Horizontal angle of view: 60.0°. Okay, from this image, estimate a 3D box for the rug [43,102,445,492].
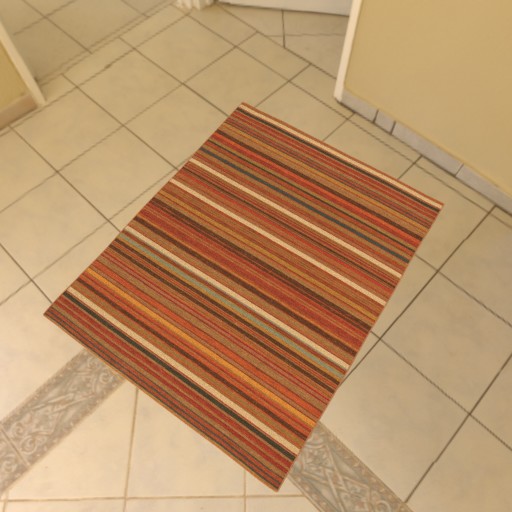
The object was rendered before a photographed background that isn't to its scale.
[{"bbox_3d":[0.000,0.000,4.162,2.479,0.023,3.092,31,68,15],"label":"rug"}]
